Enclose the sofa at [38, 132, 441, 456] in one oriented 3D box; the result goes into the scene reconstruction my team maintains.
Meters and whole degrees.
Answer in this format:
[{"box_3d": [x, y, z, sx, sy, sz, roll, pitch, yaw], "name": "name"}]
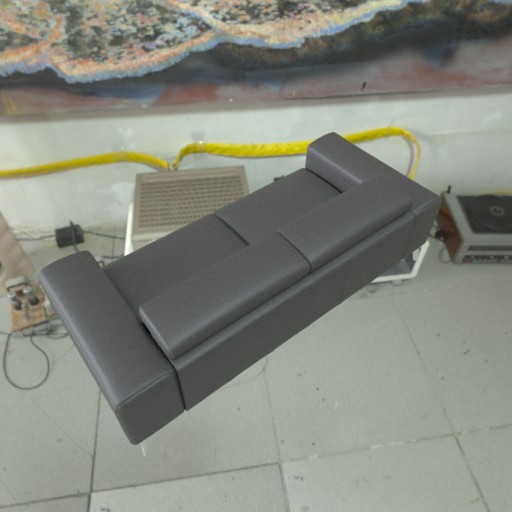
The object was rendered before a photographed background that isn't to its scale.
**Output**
[{"box_3d": [0.000, 0.000, 2.799, 2.321, 0.759, 1.023, -30, 54, -25], "name": "sofa"}]
